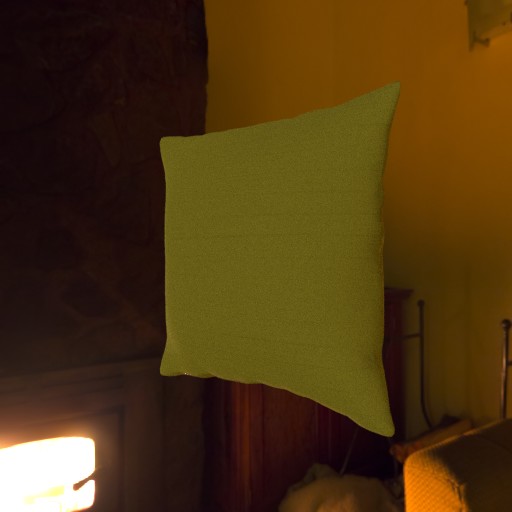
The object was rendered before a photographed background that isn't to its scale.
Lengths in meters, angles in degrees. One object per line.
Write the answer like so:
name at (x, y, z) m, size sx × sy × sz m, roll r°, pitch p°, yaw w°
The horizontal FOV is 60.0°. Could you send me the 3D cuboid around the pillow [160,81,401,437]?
pillow at (0.000, 0.000, 0.719) m, size 0.470 × 0.464 × 0.175 m, roll 0°, pitch 1°, yaw 38°
